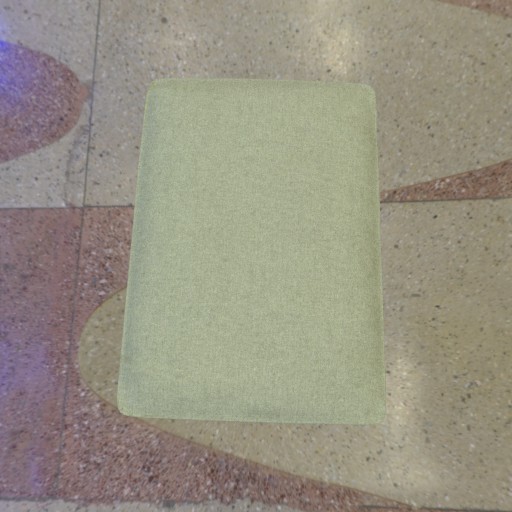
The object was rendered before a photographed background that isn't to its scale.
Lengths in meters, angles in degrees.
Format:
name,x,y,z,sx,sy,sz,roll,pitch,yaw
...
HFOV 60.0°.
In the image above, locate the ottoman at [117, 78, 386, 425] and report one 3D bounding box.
name,x,y,z,sx,sy,sz,roll,pitch,yaw
ottoman,0.000,0.000,1.238,0.611,0.508,0.848,2,77,0
